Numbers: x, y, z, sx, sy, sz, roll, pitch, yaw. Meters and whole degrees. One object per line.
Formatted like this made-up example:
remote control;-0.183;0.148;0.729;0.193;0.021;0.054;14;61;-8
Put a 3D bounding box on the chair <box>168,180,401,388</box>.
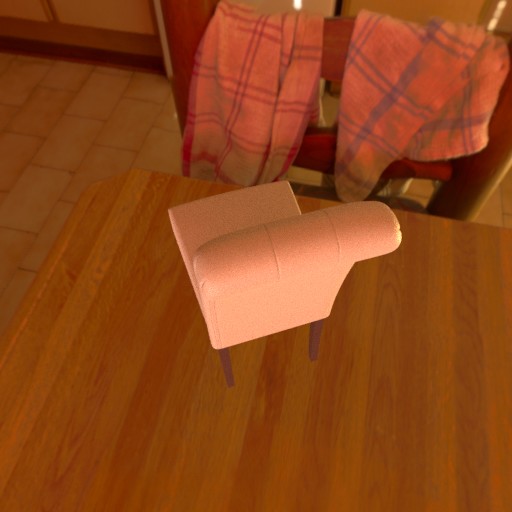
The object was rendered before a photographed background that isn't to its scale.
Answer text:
chair;0.000;0.000;1.390;0.456;1.006;0.671;-15;59;-9
